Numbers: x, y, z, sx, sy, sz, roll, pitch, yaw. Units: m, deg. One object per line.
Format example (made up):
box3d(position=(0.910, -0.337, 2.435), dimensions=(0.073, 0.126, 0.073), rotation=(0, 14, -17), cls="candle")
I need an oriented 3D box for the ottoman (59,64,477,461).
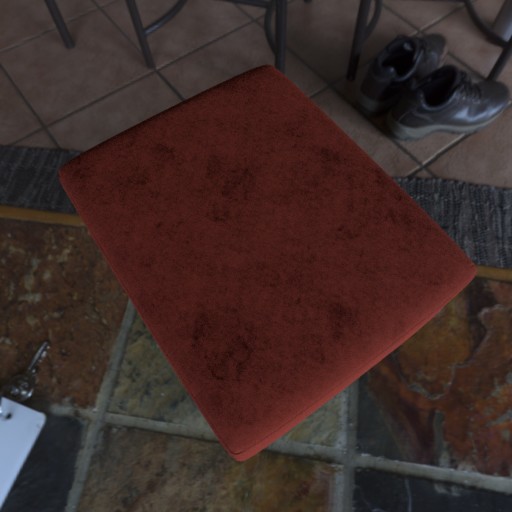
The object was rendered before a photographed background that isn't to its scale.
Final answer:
box3d(position=(0.000, 0.000, 1.161), dimensions=(0.650, 0.462, 0.782), rotation=(-32, 68, -15), cls="ottoman")
